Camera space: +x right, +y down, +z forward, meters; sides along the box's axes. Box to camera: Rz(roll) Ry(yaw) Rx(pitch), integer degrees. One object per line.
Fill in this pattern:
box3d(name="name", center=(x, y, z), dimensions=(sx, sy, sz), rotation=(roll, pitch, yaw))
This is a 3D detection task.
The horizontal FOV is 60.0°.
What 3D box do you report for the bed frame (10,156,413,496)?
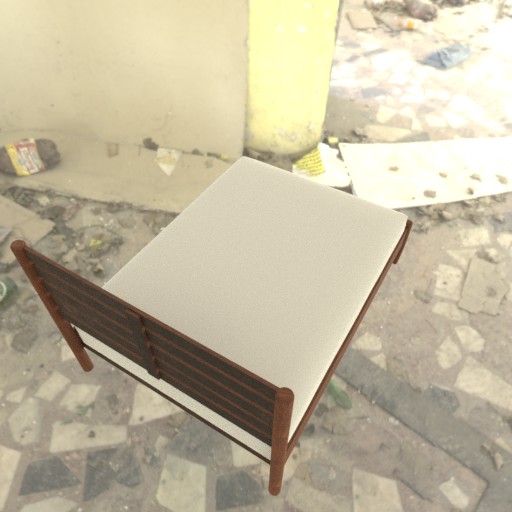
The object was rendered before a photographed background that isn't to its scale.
box3d(name="bed frame", center=(0.000, 0.000, 3.124), dimensions=(1.655, 1.321, 2.234), rotation=(24, 52, 20))
